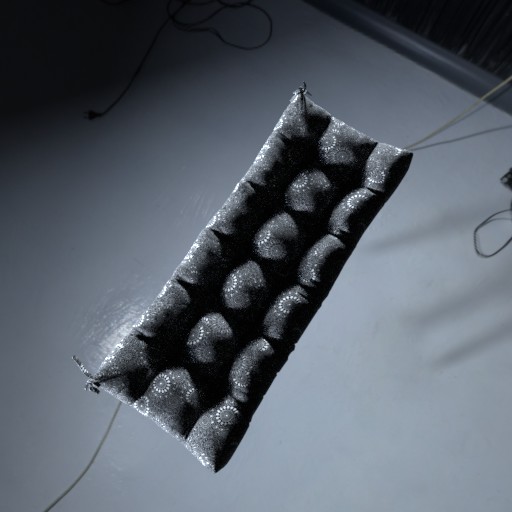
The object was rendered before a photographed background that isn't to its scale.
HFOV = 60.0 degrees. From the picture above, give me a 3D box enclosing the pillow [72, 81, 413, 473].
[{"bbox_3d":[0.000,0.000,1.354,0.511,0.174,1.194,32,77,8],"label":"pillow"}]
